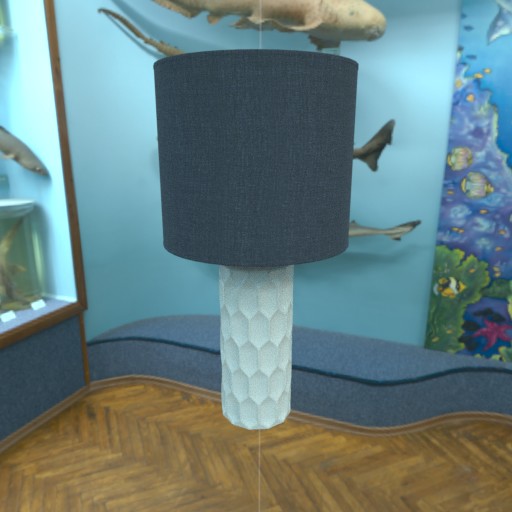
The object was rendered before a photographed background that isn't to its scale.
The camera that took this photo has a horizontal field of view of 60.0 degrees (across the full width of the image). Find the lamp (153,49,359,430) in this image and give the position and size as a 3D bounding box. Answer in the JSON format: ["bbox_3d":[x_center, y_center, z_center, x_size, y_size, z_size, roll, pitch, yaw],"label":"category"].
[{"bbox_3d":[0.000,0.000,0.680,0.277,0.537,0.277,7,17,25],"label":"lamp"}]
